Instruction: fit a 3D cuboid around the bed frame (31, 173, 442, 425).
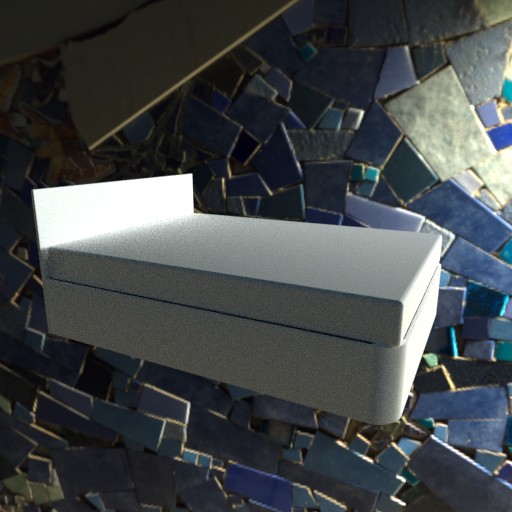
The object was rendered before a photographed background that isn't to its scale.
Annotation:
[{"bbox_3d":[0.000,0.000,2.570,1.900,0.800,1.400,7,16,27],"label":"bed frame"}]
